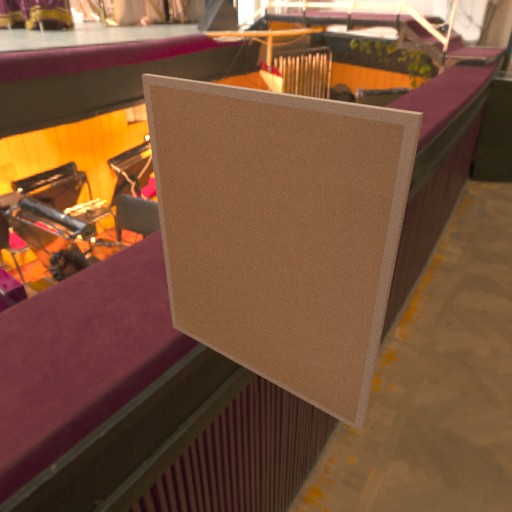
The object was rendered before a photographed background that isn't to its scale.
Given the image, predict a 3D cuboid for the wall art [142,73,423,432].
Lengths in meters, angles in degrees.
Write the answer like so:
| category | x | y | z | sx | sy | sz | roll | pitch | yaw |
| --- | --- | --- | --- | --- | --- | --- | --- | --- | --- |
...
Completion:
| category | x | y | z | sx | sy | sz | roll | pitch | yaw |
| --- | --- | --- | --- | --- | --- | --- | --- | --- | --- |
| wall art | 0.000 | 0.000 | 0.781 | 0.482 | 0.557 | 0.012 | 21 | 37 | 31 |
